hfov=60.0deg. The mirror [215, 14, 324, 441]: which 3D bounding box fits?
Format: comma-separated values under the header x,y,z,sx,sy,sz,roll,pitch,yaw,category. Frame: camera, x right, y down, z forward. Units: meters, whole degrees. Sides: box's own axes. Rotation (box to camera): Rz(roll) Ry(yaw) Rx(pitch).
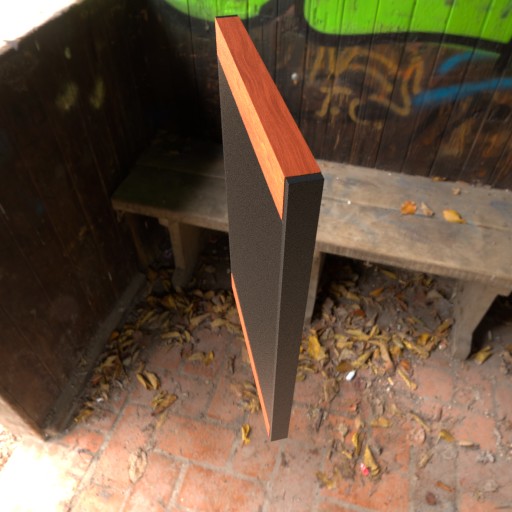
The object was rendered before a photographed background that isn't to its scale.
x,y,z,sx,sy,sz,roll,pitch,yaw,category
0.000,0.000,0.990,0.047,0.823,0.525,-10,49,-9,mirror
